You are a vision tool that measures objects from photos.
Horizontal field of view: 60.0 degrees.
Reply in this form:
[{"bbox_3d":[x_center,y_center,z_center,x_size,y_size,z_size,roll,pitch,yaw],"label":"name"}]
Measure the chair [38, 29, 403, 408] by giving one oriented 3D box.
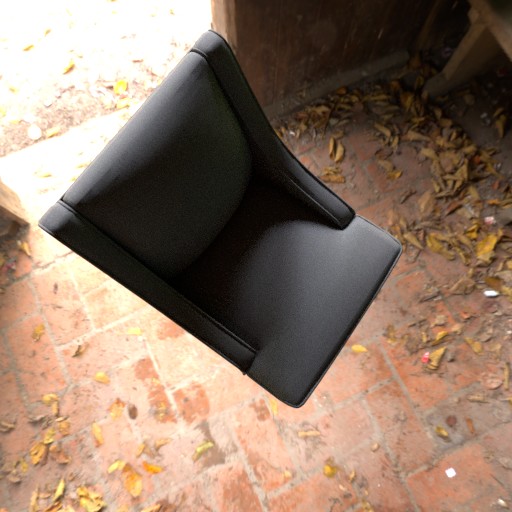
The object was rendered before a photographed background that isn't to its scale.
[{"bbox_3d":[0.000,0.000,1.371,0.747,0.867,0.631,35,78,8],"label":"chair"}]
